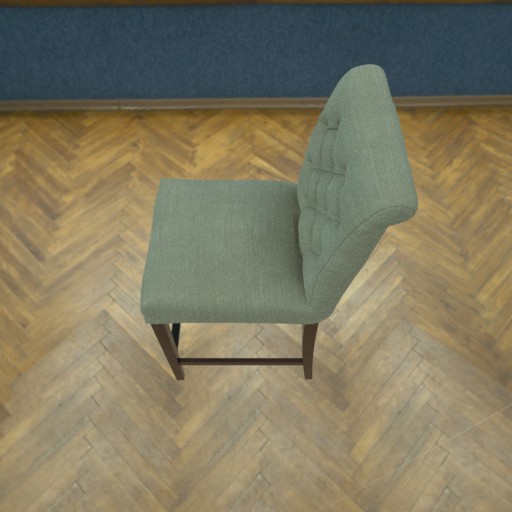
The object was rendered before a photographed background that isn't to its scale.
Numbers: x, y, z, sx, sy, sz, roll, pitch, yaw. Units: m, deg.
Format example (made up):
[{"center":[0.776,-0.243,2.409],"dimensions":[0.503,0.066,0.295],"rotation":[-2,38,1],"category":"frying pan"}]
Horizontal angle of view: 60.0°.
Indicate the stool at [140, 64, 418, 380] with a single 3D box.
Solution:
[{"center":[0.000,0.000,1.426],"dimensions":[0.660,1.084,0.486],"rotation":[0,57,0],"category":"stool"}]
